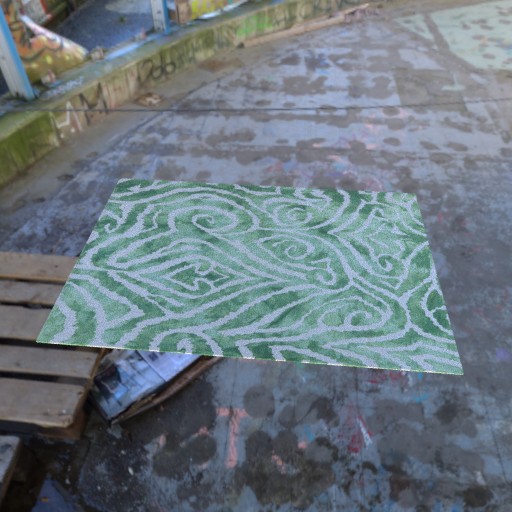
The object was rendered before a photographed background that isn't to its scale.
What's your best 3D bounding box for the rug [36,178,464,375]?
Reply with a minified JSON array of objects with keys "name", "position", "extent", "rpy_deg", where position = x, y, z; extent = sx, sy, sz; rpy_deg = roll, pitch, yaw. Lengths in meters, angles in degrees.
[{"name":"rug","position":[0.000,0.000,2.309],"extent":[1.826,0.006,1.220],"rpy_deg":[4,45,4]}]
